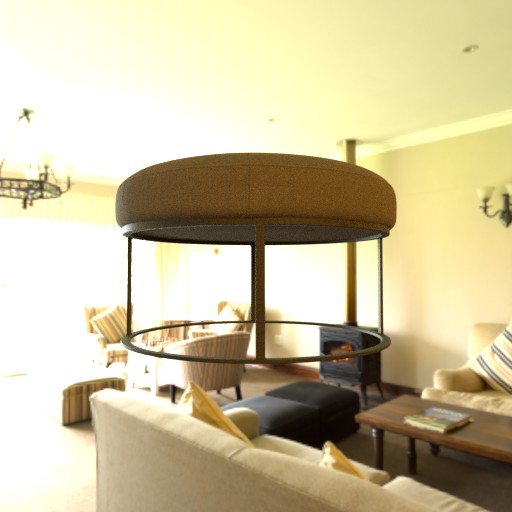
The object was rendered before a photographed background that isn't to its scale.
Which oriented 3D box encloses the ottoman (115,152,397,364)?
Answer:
[{"bbox_3d":[0.000,0.000,1.261,0.772,0.460,0.772,0,-2,0],"label":"ottoman"}]
